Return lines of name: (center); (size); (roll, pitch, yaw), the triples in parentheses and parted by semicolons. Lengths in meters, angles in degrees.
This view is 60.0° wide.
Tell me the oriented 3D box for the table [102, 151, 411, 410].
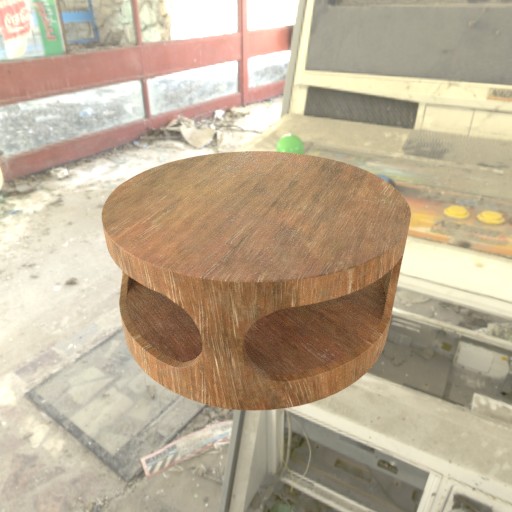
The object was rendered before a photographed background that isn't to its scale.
table: (0.000, 0.000, 1.573); (0.974, 0.450, 0.974); (0, 31, 0)
